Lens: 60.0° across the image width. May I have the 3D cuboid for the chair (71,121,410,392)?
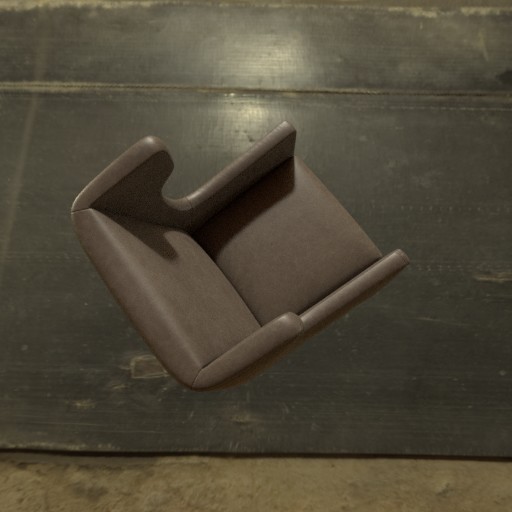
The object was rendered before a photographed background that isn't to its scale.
[{"bbox_3d":[0.000,0.000,1.687,0.899,1.079,0.769,-36,78,-9],"label":"chair"}]
